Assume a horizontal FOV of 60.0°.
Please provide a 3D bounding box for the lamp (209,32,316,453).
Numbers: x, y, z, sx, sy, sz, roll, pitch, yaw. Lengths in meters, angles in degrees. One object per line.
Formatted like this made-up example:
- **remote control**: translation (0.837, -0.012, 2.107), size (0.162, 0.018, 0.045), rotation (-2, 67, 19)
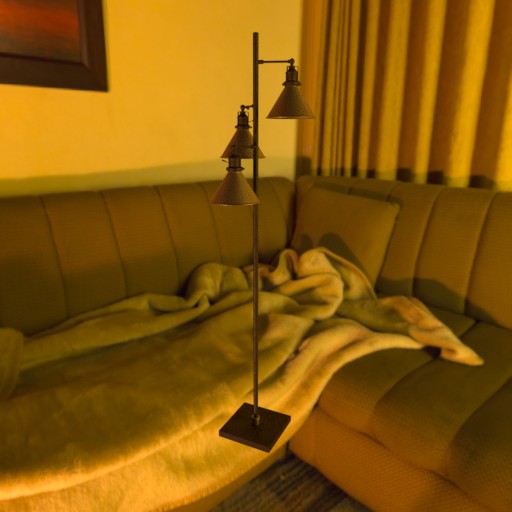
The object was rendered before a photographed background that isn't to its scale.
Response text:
- **lamp**: translation (0.000, 0.000, 1.855), size (0.428, 1.716, 0.415), rotation (7, 17, 25)
